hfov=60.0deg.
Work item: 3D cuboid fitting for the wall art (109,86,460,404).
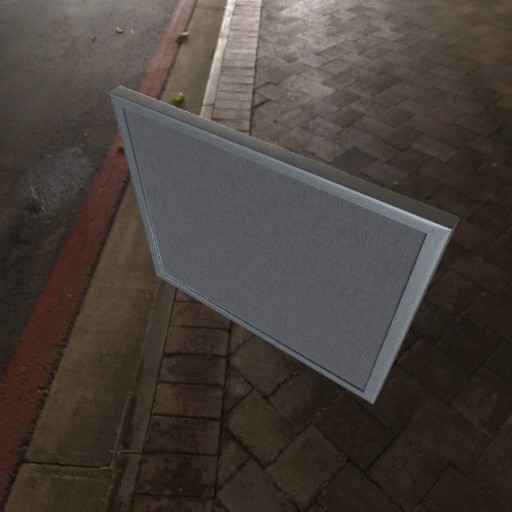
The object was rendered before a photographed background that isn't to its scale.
[{"bbox_3d":[0.000,0.000,0.779,0.556,0.457,0.028,27,53,23],"label":"wall art"}]
